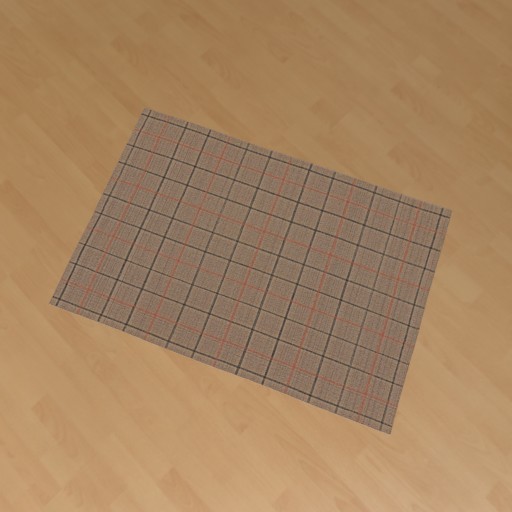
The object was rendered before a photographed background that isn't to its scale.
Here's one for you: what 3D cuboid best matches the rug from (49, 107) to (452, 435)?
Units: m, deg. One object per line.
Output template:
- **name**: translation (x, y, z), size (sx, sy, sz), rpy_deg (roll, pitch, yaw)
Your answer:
- **rug**: translation (0.000, 0.000, 2.350), size (1.829, 0.013, 1.220), rpy_deg (20, 77, 5)
